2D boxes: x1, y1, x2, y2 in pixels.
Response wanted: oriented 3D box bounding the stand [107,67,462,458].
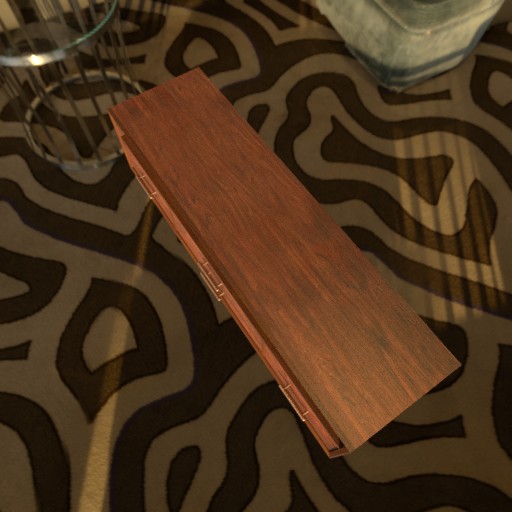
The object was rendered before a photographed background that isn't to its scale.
[{"bbox_3d":[0.000,0.000,1.922,0.481,0.610,1.626,-31,67,-15],"label":"stand"}]
